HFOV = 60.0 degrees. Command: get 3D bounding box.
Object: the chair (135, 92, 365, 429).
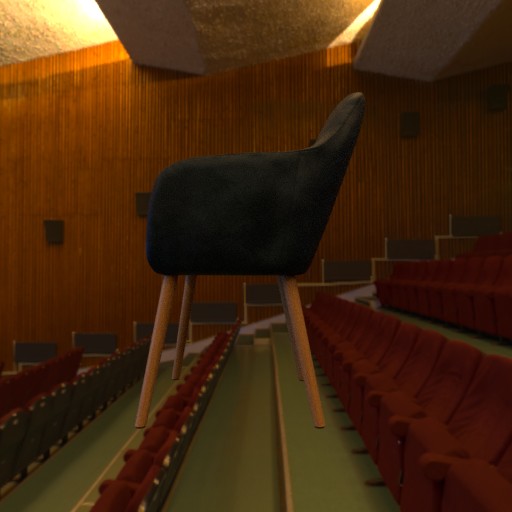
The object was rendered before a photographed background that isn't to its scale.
[{"bbox_3d":[0.000,0.000,1.285,0.573,0.826,0.578,0,-1,1],"label":"chair"}]
